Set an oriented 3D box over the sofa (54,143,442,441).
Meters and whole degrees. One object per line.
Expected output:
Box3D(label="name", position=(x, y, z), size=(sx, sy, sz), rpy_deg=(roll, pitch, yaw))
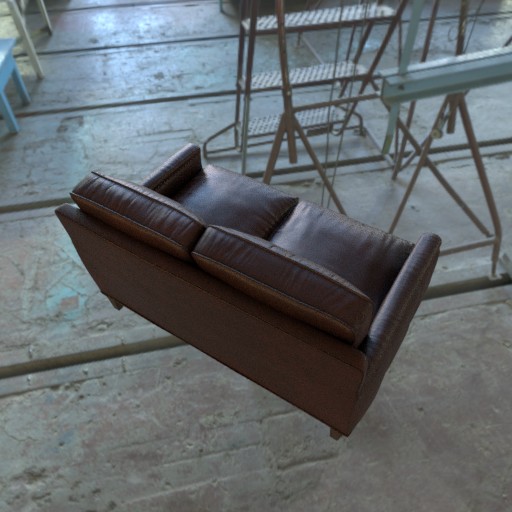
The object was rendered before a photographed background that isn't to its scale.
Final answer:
Box3D(label="sofa", position=(0.000, 0.000, 2.286), size=(1.628, 1.003, 1.083), rpy_deg=(25, 52, 21))
